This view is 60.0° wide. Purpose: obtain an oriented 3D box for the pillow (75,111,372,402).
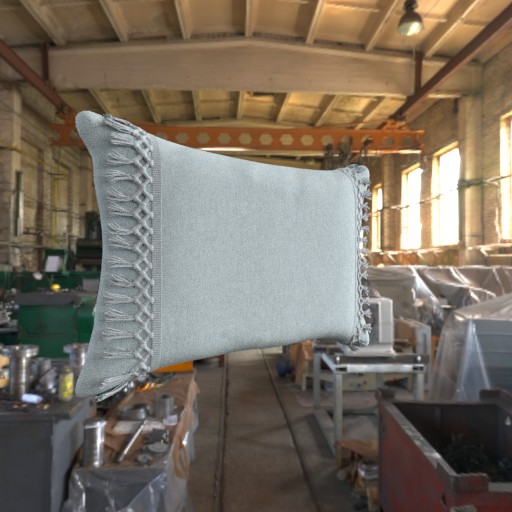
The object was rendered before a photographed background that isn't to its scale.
[{"bbox_3d":[0.000,0.000,0.596,0.466,0.305,0.084,1,-2,-37],"label":"pillow"}]
